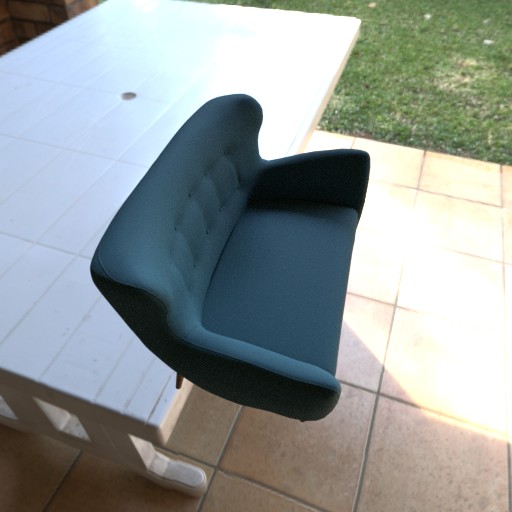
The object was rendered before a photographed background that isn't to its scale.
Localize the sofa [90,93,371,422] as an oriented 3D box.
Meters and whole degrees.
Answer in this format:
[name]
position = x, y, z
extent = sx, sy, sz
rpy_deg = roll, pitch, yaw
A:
[sofa]
position = 0.000, 0.000, 1.983
extent = 0.889, 0.889, 1.397
rpy_deg = 10, 46, 10
